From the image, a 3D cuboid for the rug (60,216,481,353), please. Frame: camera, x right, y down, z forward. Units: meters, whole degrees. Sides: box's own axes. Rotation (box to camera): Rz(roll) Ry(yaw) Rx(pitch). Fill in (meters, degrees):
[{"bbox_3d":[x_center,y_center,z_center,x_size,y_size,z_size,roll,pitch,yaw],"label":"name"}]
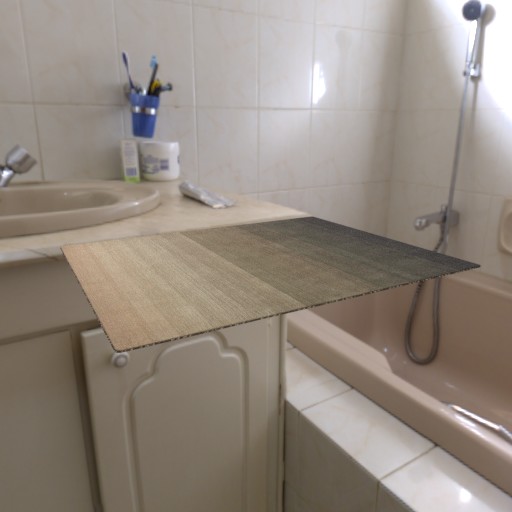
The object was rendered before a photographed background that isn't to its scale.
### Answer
[{"bbox_3d":[0.000,0.000,3.850,2.902,0.017,2.305,-9,19,-28],"label":"rug"}]
